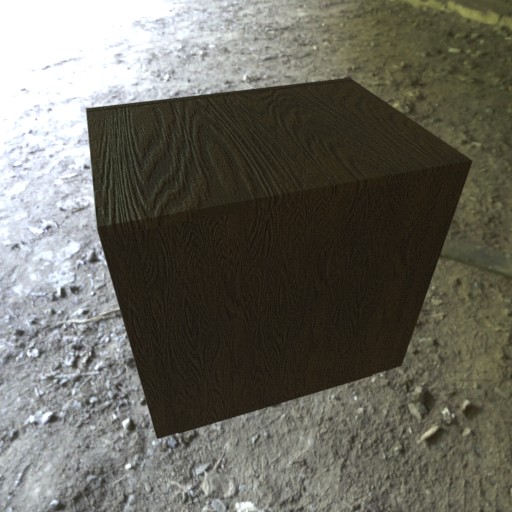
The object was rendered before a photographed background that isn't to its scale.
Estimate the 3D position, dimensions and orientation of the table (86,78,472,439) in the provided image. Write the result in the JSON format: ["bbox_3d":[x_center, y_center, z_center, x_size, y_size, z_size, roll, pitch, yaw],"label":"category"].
[{"bbox_3d":[0.000,0.000,0.962,0.560,0.585,0.439,-12,41,-14],"label":"table"}]
